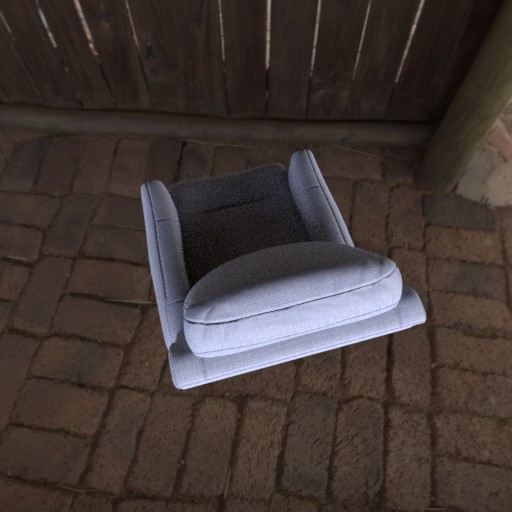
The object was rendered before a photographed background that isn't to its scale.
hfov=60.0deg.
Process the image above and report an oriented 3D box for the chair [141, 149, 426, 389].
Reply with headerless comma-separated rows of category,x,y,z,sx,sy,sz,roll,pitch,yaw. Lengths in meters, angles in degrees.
chair,0.000,0.000,1.746,0.829,1.030,1.080,-13,61,-8
